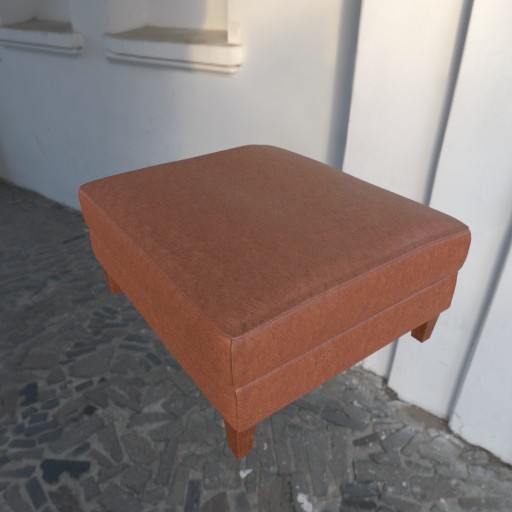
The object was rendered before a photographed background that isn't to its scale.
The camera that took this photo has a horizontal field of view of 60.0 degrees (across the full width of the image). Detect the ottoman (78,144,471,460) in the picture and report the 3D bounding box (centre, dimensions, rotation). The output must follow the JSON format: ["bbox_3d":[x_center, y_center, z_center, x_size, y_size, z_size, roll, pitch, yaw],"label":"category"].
[{"bbox_3d":[0.000,0.000,1.466,0.836,0.472,0.987,-20,36,-30],"label":"ottoman"}]
